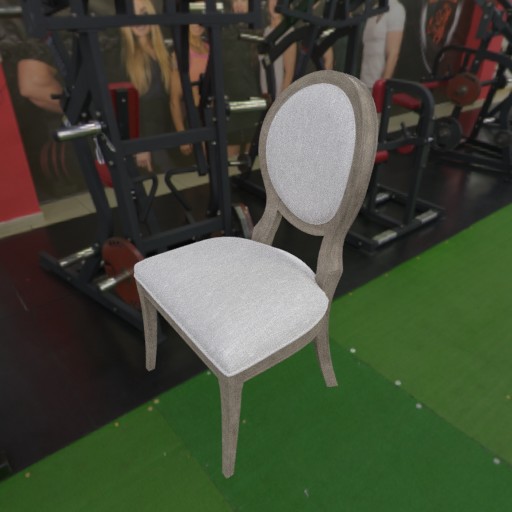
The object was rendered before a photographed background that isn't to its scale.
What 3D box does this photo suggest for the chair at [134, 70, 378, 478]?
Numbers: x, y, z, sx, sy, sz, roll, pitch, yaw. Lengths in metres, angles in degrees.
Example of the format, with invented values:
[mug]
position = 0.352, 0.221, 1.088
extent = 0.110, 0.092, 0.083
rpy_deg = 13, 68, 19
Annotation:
[chair]
position = 0.000, 0.000, 1.328
extent = 0.602, 0.990, 0.558
rpy_deg = -21, 37, -31
